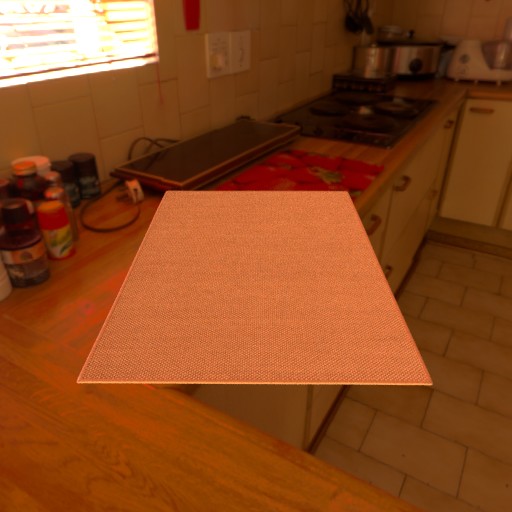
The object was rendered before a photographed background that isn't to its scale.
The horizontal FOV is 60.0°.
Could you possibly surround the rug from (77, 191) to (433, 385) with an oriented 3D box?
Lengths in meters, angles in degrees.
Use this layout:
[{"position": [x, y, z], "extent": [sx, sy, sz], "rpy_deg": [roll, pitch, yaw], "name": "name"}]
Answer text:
[{"position": [0.000, 0.000, 2.799], "extent": [1.524, 0.013, 2.134], "rpy_deg": [0, 31, 0], "name": "rug"}]
